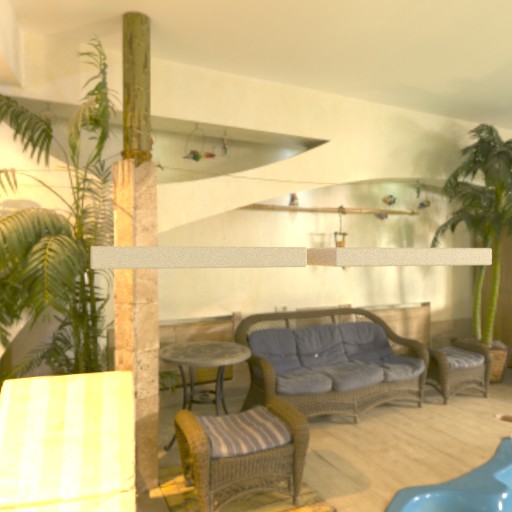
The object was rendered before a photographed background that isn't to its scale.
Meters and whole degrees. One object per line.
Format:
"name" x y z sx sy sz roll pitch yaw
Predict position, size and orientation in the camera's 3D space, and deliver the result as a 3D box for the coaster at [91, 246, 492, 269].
"coaster" 0.000 0.000 0.326 0.219 0.010 0.214 0 0 -18
